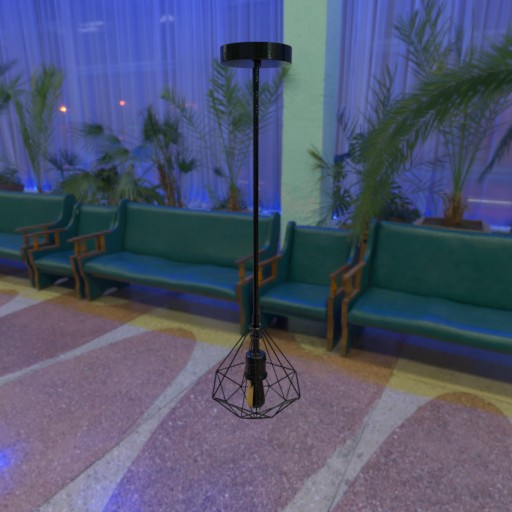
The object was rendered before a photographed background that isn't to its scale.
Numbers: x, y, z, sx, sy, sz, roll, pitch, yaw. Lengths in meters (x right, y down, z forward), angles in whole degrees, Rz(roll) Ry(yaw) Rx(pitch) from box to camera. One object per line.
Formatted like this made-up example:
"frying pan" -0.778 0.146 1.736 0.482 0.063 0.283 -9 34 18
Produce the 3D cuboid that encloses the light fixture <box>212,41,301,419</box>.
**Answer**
"light fixture" 0.000 0.000 2.054 0.487 1.764 0.431 9 19 28
